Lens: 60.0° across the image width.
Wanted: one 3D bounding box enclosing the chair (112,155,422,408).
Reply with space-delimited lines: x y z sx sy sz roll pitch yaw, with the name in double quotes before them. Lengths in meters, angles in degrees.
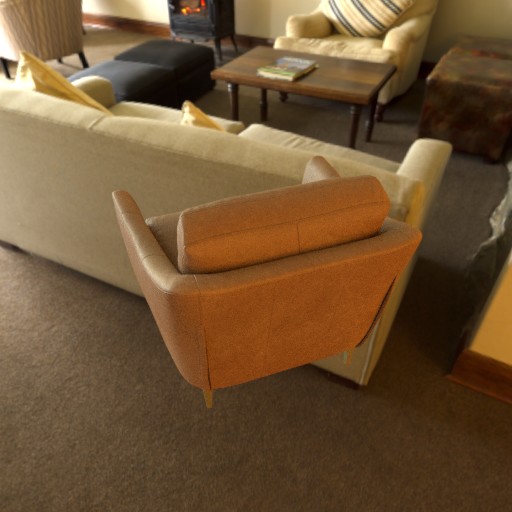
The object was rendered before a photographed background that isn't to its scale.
"chair" 0.000 0.000 1.775 0.988 0.895 0.963 -13 42 -15
